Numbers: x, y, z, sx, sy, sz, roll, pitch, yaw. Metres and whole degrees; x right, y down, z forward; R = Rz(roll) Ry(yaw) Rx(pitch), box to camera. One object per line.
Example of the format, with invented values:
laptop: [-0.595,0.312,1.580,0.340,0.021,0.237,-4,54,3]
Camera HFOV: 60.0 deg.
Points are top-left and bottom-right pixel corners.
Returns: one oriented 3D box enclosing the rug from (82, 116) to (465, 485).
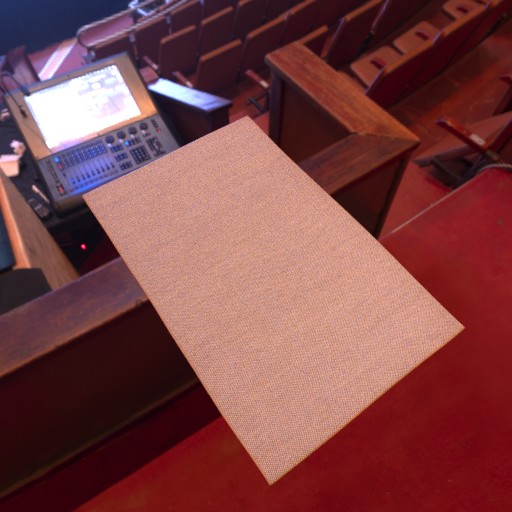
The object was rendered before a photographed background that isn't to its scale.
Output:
rug: [0.000,0.000,2.143,1.078,0.013,1.678,-31,63,-18]
